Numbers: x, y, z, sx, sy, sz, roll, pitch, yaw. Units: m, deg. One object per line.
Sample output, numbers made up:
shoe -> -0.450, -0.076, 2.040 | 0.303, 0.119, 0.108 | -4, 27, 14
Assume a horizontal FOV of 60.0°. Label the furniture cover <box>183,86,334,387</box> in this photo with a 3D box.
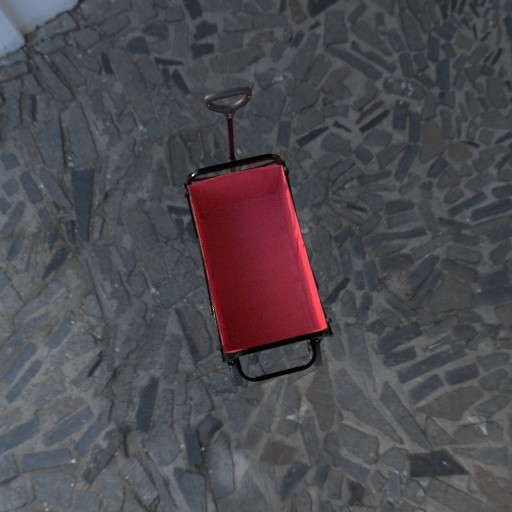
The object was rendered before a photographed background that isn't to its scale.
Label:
furniture cover -> 0.000, 0.000, 1.906 | 0.532, 1.295, 1.038 | -13, 76, -3
